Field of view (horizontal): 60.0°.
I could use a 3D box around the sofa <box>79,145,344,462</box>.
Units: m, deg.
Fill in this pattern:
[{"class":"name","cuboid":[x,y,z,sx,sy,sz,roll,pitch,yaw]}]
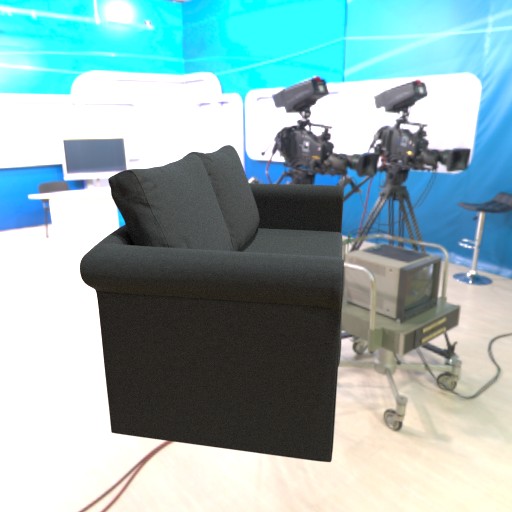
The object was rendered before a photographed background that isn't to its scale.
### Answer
[{"class":"sofa","cuboid":[0.000,0.000,1.917,0.741,0.872,1.460,3,18,10]}]
